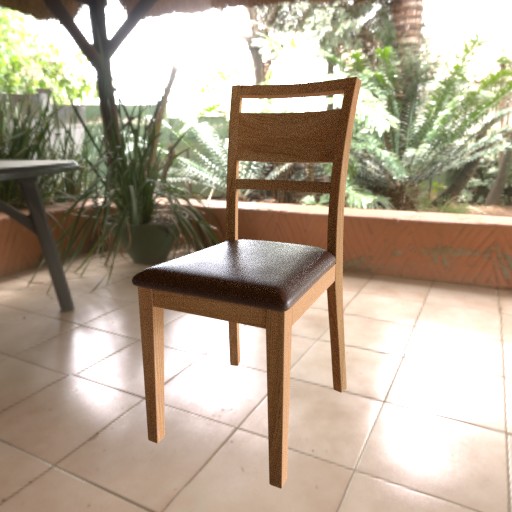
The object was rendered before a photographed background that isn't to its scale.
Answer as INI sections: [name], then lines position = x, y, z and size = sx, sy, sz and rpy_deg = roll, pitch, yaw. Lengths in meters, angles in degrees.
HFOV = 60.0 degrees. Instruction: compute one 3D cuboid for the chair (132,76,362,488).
[chair]
position = 0.000, 0.000, 1.200
size = 0.420, 0.940, 0.545
rpy_deg = 7, 16, 26
